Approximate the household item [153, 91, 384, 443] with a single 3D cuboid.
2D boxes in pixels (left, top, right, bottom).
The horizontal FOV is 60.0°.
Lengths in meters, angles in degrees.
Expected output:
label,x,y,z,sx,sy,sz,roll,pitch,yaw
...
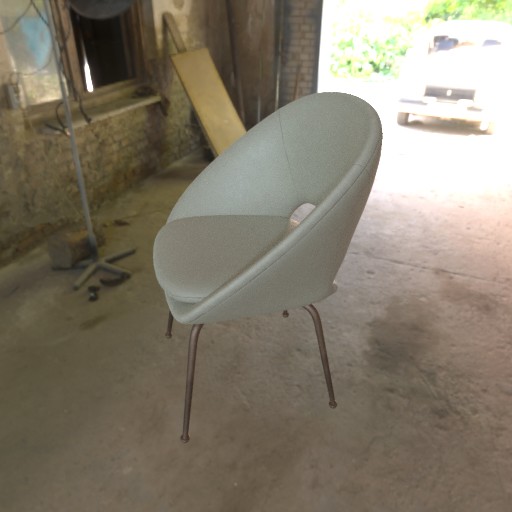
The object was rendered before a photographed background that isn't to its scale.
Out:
label,x,y,z,sx,sy,sz,roll,pitch,yaw
household item,0.000,0.000,1.272,0.573,0.852,0.623,-8,32,-13
